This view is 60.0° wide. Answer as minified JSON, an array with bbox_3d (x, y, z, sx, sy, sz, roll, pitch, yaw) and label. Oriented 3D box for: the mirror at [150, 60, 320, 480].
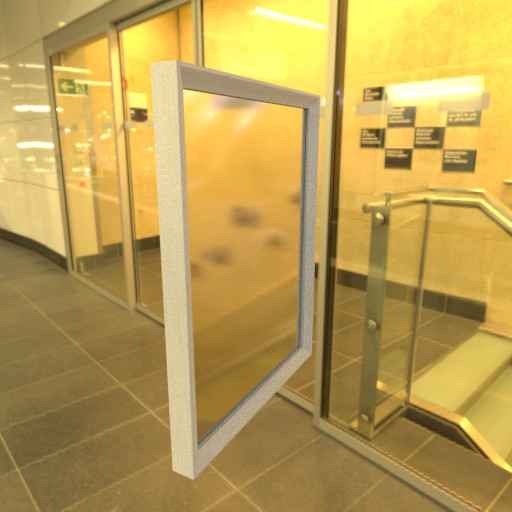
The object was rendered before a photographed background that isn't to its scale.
[{"bbox_3d":[0.000,0.000,0.696,0.041,0.509,0.406,8,16,28],"label":"mirror"}]
